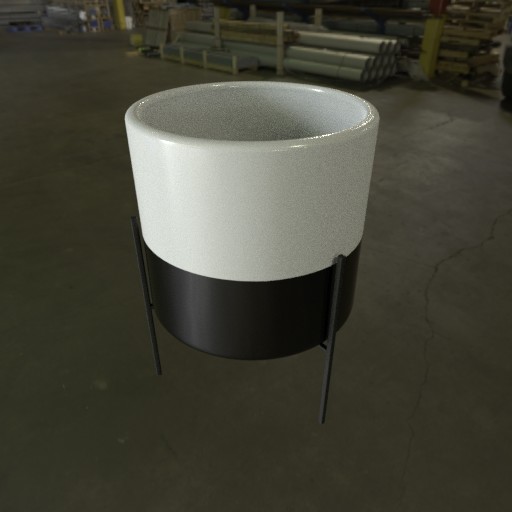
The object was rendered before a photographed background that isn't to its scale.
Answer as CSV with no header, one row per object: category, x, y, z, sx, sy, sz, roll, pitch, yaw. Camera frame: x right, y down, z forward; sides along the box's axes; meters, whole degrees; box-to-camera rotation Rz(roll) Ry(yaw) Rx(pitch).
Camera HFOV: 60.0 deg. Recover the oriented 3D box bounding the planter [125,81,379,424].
planter,0.000,0.000,0.650,0.310,0.432,0.310,21,38,29
